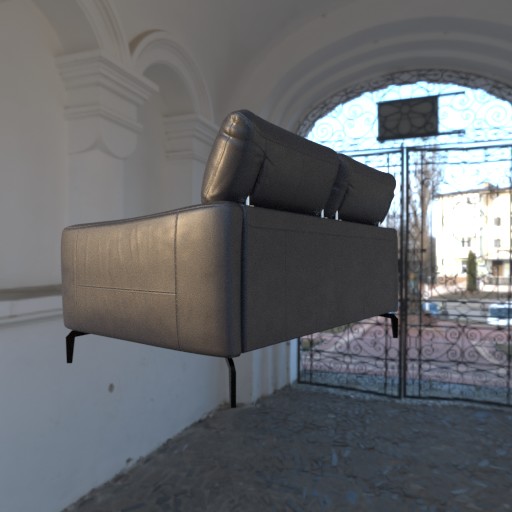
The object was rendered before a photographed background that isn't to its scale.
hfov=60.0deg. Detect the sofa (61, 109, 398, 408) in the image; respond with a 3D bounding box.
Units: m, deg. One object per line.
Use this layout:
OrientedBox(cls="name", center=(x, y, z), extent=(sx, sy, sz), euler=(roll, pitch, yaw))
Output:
OrientedBox(cls="sofa", center=(0.000, 0.000, 2.182), extent=(0.958, 0.920, 1.596), euler=(0, 0, 36))
